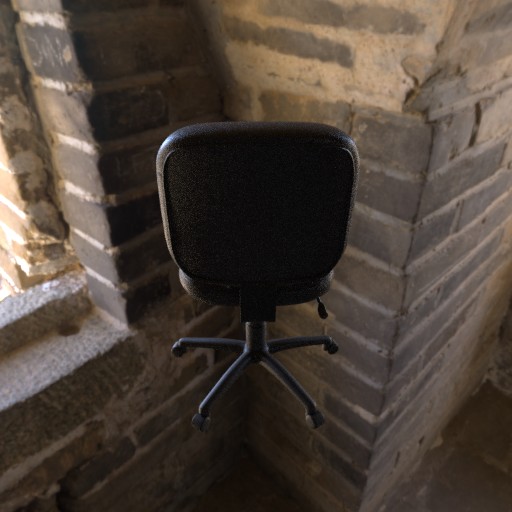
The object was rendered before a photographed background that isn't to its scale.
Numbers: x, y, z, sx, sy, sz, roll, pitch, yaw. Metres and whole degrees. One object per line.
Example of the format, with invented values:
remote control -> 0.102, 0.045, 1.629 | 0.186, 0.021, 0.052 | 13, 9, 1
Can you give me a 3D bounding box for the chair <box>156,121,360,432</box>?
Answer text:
chair -> 0.000, 0.000, 1.418 | 0.647, 0.959, 0.646 | -1, 29, -1
